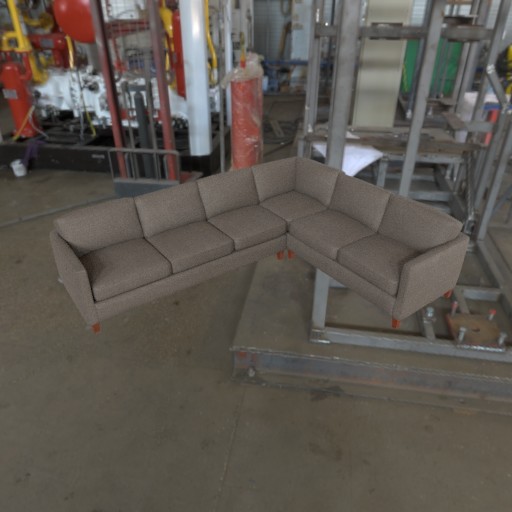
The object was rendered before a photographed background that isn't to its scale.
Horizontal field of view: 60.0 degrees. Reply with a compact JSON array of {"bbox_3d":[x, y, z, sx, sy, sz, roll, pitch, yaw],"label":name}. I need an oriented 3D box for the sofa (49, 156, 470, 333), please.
[{"bbox_3d":[0.000,0.000,4.447,3.302,0.947,2.593,-21,37,-30],"label":"sofa"}]
